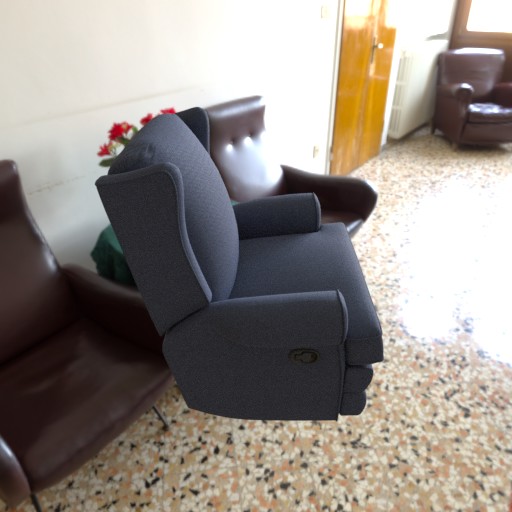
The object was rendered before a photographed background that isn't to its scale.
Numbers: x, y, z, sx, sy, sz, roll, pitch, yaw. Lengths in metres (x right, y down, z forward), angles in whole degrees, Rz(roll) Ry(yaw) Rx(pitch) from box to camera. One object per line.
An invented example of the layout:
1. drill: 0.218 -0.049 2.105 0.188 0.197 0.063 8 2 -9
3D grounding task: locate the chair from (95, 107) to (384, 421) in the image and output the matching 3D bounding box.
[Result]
1. chair: 0.000 0.000 1.749 0.877 1.020 0.971 1 31 1
